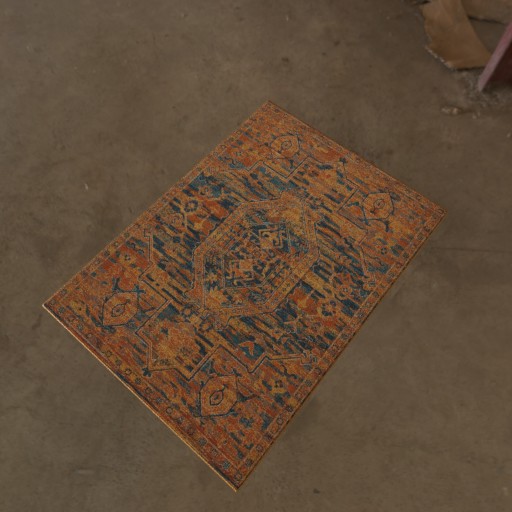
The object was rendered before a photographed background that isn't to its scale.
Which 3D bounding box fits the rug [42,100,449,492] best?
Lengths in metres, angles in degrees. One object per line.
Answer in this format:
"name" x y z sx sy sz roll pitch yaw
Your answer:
"rug" 0.000 0.000 2.869 1.588 0.024 2.204 37 70 16
